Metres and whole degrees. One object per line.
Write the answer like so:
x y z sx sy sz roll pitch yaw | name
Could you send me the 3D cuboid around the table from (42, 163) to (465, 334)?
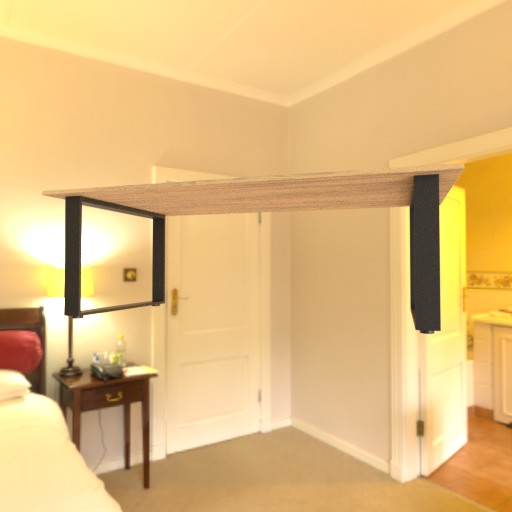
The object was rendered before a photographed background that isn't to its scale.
0.000 0.000 1.648 1.331 0.445 0.693 0 -2 18 | table
